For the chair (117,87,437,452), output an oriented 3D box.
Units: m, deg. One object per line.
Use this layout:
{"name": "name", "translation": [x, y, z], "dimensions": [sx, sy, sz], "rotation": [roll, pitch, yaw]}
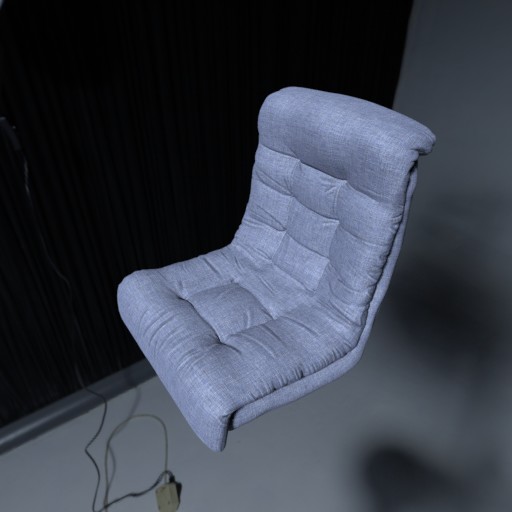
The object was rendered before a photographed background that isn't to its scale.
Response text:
{"name": "chair", "translation": [0.000, 0.000, 1.197], "dimensions": [0.668, 0.749, 0.597], "rotation": [-21, 38, -29]}
